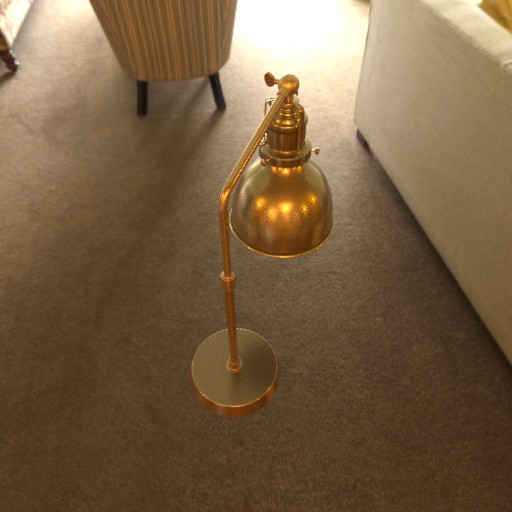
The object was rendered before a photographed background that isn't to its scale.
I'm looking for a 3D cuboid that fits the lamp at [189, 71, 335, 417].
[{"bbox_3d":[0.000,0.000,0.605,0.153,0.456,0.286,25,53,20],"label":"lamp"}]
